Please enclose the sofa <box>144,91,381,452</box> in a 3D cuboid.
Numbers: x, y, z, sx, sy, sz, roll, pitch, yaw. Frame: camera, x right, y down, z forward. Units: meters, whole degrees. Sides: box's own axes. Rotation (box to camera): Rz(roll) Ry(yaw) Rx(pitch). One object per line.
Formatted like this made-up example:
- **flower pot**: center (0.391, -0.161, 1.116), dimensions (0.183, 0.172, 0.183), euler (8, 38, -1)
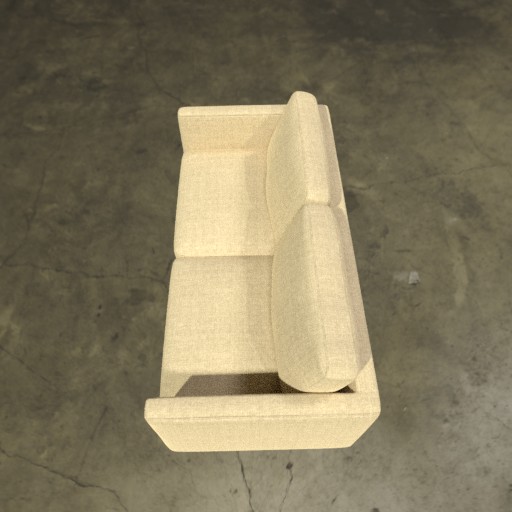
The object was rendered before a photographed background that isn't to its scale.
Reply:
- **sofa**: center (0.000, 0.000, 2.437), dimensions (0.950, 0.963, 1.884), euler (-1, 57, -1)
